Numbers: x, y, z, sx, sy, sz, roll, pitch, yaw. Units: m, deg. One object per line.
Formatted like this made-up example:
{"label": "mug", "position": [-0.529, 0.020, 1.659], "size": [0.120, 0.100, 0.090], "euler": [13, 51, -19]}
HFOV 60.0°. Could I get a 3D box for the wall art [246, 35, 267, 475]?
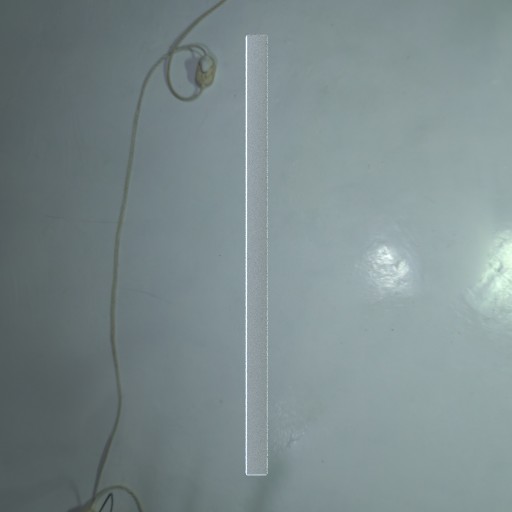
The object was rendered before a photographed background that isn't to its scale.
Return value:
{"label": "wall art", "position": [0.000, 0.000, 1.518], "size": [0.049, 1.009, 1.009], "euler": [0, 90, 0]}
